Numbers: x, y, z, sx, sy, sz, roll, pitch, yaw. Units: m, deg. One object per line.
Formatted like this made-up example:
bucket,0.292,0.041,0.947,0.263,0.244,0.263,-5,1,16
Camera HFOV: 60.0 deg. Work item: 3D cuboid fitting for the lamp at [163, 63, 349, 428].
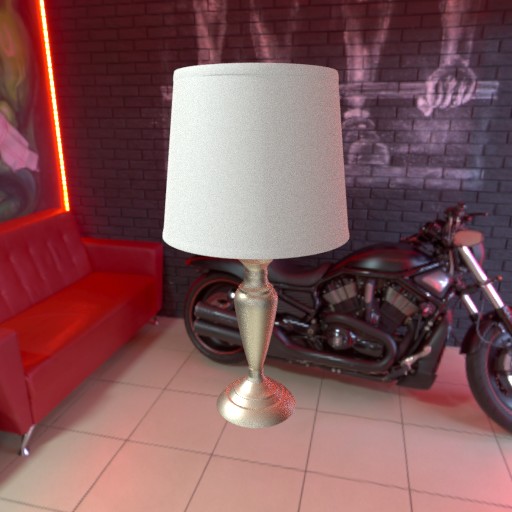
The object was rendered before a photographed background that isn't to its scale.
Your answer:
lamp,0.000,0.000,0.808,0.328,0.619,0.328,0,17,0
